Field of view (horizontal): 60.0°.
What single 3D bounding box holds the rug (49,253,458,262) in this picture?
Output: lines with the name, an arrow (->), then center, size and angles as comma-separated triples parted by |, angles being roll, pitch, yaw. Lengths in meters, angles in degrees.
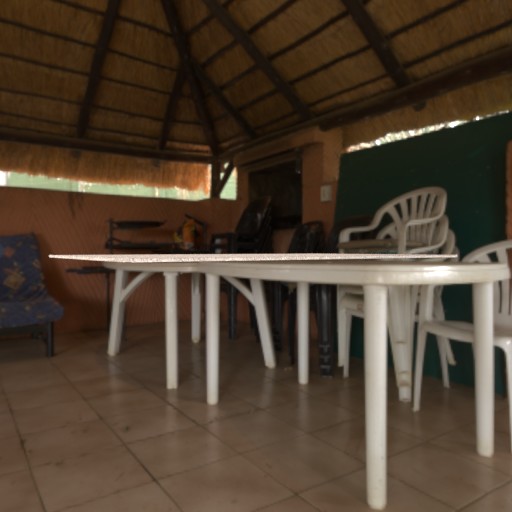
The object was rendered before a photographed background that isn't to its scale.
rug -> 0.000, 0.000, 2.376 | 1.832, 0.016, 1.224 | 0, 1, -35
